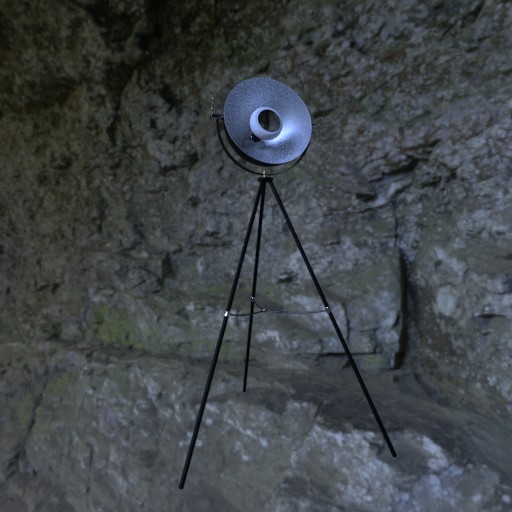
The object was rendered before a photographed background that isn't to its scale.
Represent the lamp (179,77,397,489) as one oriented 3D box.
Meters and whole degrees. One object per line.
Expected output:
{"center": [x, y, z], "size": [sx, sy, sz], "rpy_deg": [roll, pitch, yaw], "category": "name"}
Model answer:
{"center": [0.000, 0.000, 1.961], "size": [0.817, 1.512, 0.920], "rpy_deg": [0, 1, -19], "category": "lamp"}
